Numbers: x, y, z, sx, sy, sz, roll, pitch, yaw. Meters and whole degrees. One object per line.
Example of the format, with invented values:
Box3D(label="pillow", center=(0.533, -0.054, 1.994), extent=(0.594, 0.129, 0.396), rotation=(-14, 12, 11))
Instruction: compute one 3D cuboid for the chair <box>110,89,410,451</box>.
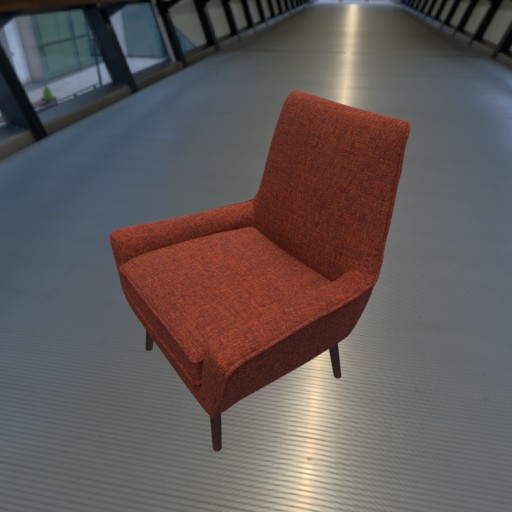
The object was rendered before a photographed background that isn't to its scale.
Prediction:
Box3D(label="chair", center=(0.000, 0.000, 1.489), extent=(0.784, 0.911, 0.803), rotation=(-21, 38, -29))
